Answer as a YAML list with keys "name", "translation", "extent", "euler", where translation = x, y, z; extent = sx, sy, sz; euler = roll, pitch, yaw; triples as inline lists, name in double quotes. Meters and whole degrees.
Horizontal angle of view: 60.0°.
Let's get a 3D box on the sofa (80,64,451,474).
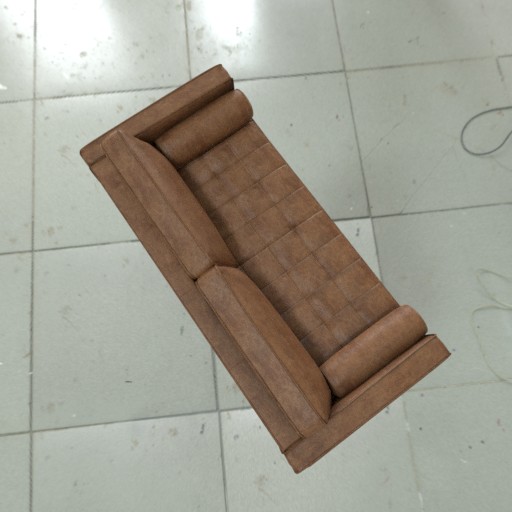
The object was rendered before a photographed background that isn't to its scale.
- name: "sofa"
  translation: [0.000, 0.000, 2.358]
  extent: [0.924, 0.825, 1.920]
  euler: [-35, 79, -8]
